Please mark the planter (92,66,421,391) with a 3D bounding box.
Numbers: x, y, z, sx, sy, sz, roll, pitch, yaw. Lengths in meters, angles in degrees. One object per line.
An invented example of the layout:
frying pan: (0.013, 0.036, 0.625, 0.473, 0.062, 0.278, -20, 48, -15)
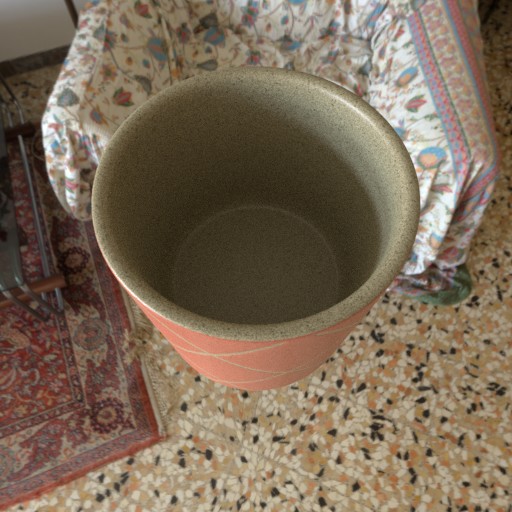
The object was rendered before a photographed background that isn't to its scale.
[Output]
planter: (0.000, 0.000, 0.348, 0.191, 0.200, 0.191, 0, 64, 0)
